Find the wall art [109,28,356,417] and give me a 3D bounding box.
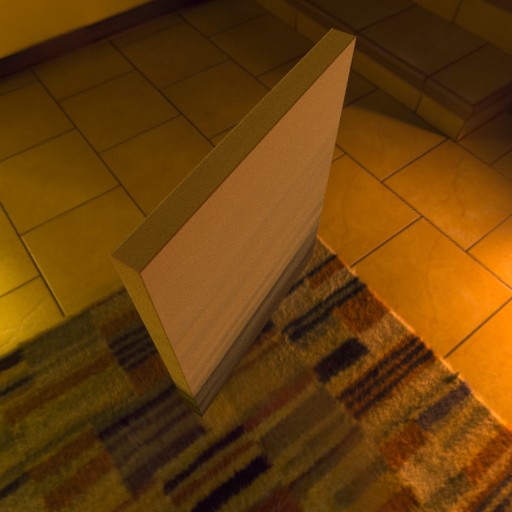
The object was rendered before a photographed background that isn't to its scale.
[{"bbox_3d":[0.000,0.000,0.812,0.040,0.608,0.489,29,62,17],"label":"wall art"}]
